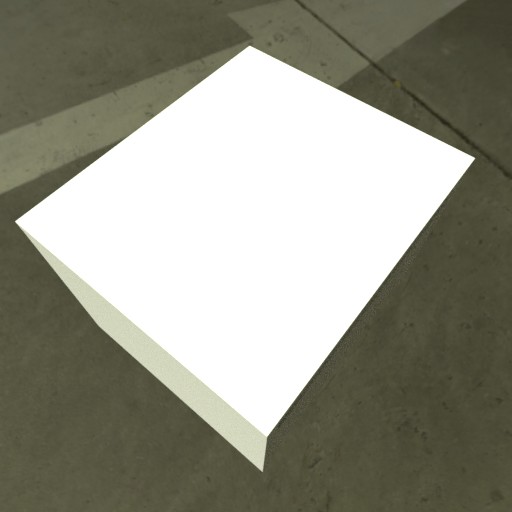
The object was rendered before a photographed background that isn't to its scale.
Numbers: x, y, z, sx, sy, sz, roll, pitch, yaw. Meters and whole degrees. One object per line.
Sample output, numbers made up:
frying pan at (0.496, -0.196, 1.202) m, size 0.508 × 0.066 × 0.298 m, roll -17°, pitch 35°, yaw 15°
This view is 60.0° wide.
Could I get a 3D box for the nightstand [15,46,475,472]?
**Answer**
nightstand at (0.000, 0.000, 0.742) m, size 0.408 × 0.351 × 0.470 m, roll 35°, pitch 65°, yaw 19°
